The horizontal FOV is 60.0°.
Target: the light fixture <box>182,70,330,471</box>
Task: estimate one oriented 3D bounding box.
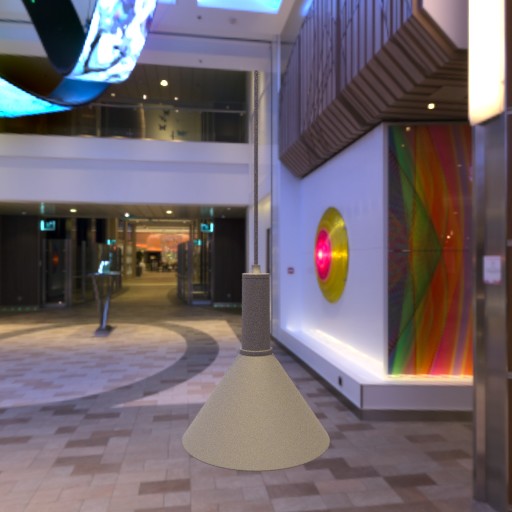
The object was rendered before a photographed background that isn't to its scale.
[{"bbox_3d":[0.000,0.000,0.815,0.267,0.683,0.267,0,-1,35],"label":"light fixture"}]
